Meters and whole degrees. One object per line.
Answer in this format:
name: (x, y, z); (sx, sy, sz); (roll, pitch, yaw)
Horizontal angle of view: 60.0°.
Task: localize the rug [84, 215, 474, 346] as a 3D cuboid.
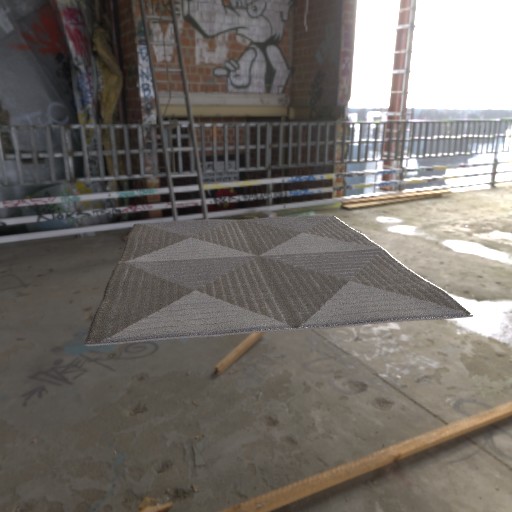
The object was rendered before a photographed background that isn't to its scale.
rug: (0.000, 0.000, 0.902); (0.551, 0.008, 0.642); (-3, 19, -9)
